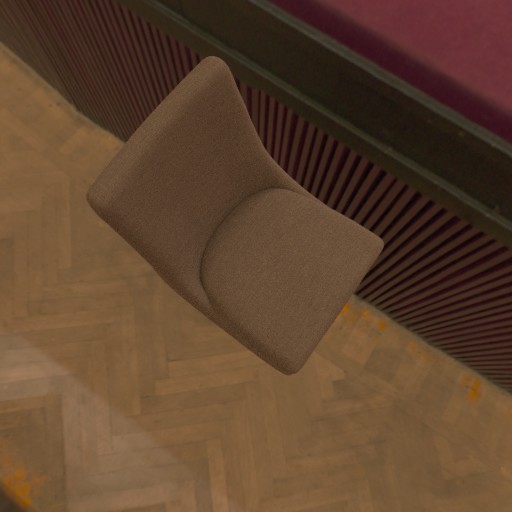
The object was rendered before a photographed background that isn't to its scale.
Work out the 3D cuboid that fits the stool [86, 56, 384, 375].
[{"bbox_3d":[0.000,0.000,1.328,0.577,0.981,0.470,35,78,8],"label":"stool"}]
